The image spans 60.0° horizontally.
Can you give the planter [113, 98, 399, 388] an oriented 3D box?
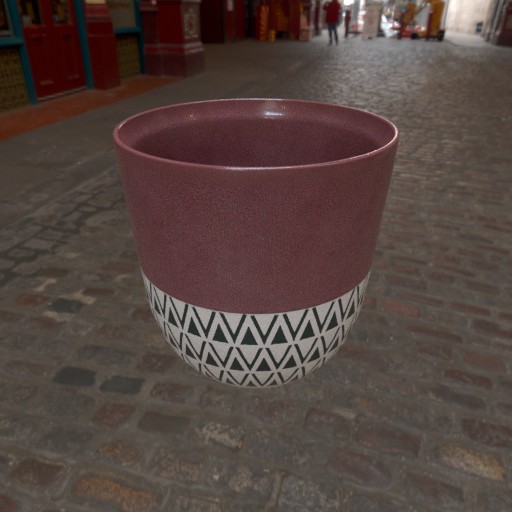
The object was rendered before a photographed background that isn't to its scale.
[{"bbox_3d":[0.000,0.000,0.365,0.195,0.214,0.195,0,30,0],"label":"planter"}]
